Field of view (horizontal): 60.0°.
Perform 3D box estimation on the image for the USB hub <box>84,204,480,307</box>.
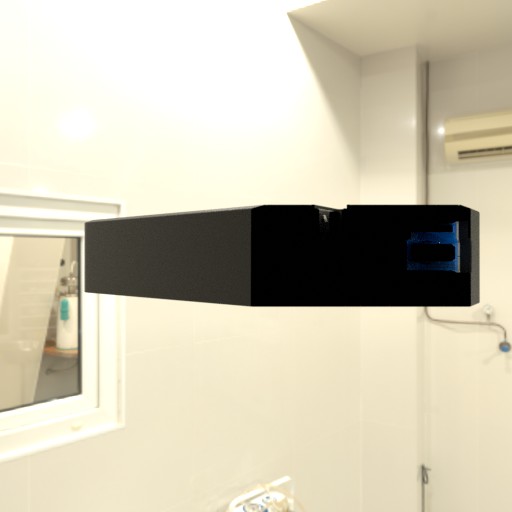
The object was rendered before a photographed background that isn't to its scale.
[{"bbox_3d":[0.000,0.000,0.127,0.110,0.023,0.044,0,0,37],"label":"USB hub"}]
